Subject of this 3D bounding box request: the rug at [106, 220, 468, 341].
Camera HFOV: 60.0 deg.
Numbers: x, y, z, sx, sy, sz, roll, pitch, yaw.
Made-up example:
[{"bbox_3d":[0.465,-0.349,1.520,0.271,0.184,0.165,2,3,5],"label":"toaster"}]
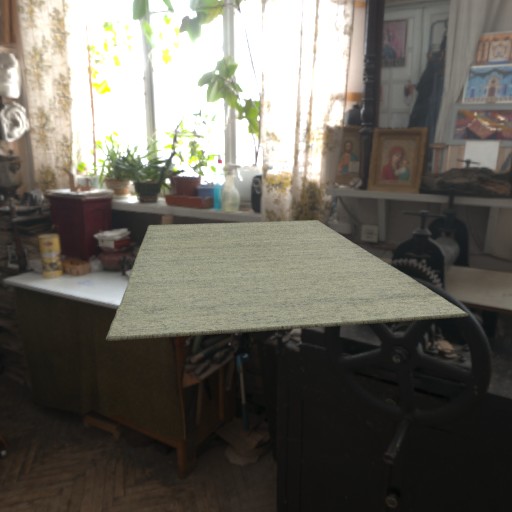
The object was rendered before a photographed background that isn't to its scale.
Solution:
[{"bbox_3d":[0.000,0.000,2.343,1.243,0.014,1.846,-2,15,-9],"label":"rug"}]
